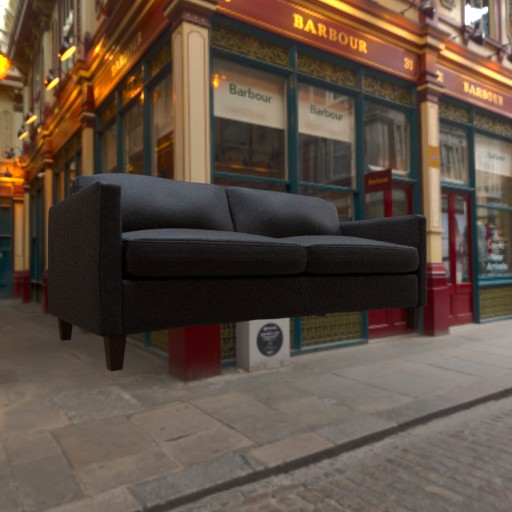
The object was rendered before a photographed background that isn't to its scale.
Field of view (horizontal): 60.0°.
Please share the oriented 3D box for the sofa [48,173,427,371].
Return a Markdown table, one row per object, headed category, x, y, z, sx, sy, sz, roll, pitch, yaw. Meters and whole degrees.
| category | x | y | z | sx | sy | sz | roll | pitch | yaw |
| --- | --- | --- | --- | --- | --- | --- | --- | --- | --- |
| sofa | 0.000 | 0.000 | 2.451 | 1.971 | 0.863 | 0.933 | 1 | -1 | -35 |
